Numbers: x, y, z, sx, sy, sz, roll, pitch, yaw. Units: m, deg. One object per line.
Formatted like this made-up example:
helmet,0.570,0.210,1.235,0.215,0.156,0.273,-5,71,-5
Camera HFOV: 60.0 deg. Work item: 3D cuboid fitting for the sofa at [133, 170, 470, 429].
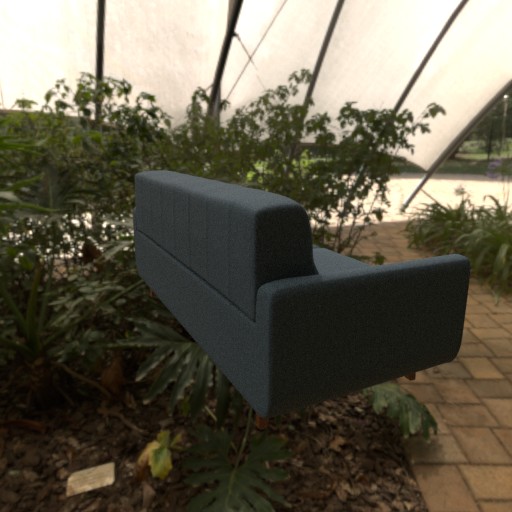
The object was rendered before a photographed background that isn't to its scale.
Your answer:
sofa,0.000,0.000,2.503,0.942,0.884,2.055,-7,16,-26
